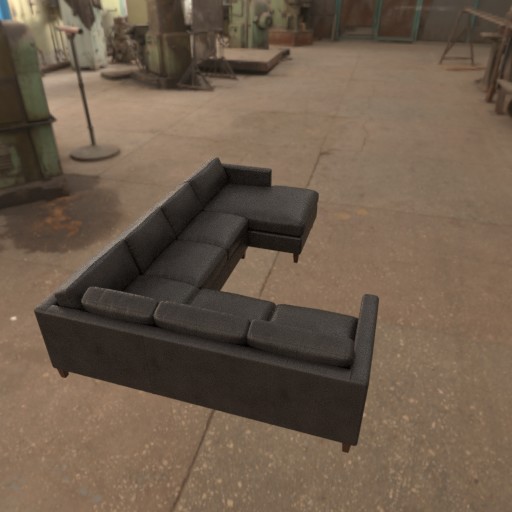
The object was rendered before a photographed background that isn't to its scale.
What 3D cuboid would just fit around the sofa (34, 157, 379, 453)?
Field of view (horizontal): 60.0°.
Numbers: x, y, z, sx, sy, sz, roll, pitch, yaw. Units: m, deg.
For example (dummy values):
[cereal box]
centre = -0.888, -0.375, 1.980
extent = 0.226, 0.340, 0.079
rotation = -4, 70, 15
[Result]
[sofa]
centre = 0.000, 0.000, 4.475
extent = 2.452, 0.891, 3.324
rotation = 9, 33, 15
